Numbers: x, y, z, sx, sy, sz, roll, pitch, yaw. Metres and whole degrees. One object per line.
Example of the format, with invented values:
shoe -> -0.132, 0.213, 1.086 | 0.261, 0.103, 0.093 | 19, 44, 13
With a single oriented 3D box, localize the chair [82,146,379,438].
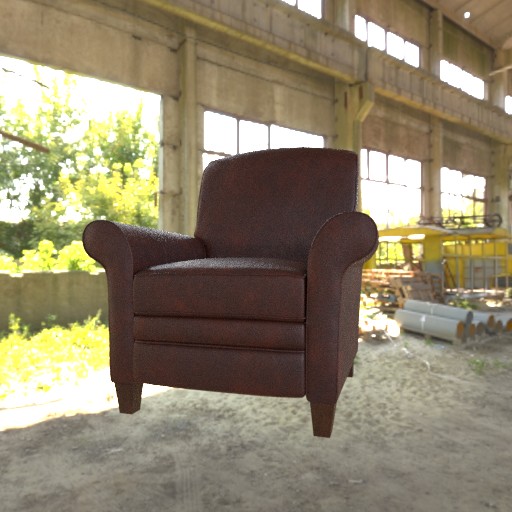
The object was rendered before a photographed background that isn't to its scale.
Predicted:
chair -> 0.000, 0.000, 1.781 | 0.978, 1.061, 0.902 | 0, 0, 17
